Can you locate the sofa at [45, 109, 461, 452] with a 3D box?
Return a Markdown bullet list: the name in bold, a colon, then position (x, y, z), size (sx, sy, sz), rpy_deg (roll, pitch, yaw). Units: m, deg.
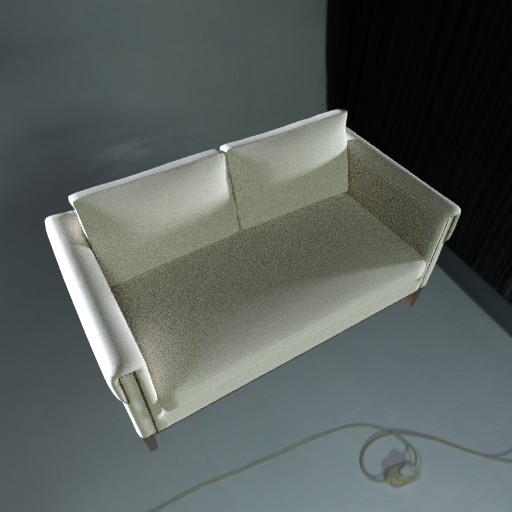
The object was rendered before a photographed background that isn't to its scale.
- **sofa**: position (0.000, 0.000, 2.074), size (1.598, 0.873, 0.905), rpy_deg (-23, 51, -21)
